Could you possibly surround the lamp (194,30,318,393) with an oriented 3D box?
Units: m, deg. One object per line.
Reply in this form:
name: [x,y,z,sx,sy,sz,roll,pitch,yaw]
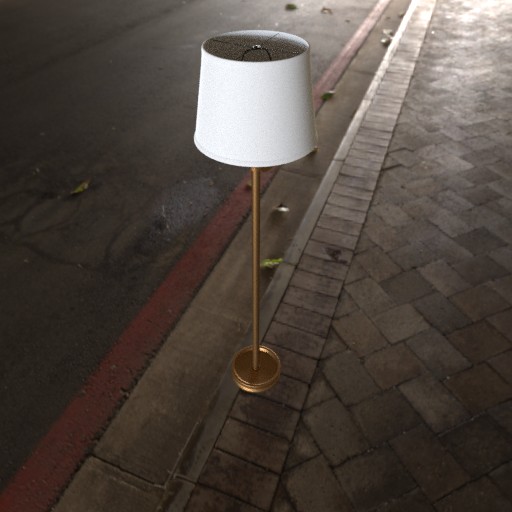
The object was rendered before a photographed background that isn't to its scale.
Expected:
lamp: [0.000,0.000,0.794,0.178,0.710,0.178,0,41,0]
